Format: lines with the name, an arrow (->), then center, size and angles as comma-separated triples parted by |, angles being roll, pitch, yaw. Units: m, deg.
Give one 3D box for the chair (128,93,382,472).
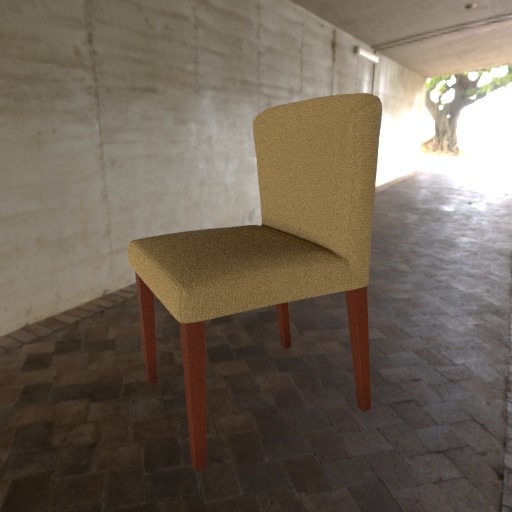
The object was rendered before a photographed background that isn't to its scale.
chair -> 0.000, 0.000, 1.192 | 0.589, 0.839, 0.491 | -8, 18, -27
